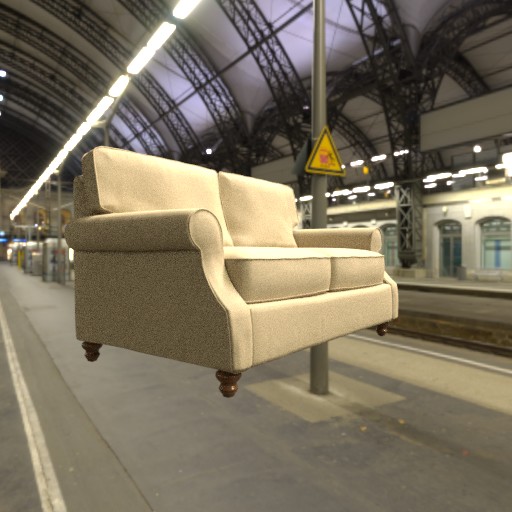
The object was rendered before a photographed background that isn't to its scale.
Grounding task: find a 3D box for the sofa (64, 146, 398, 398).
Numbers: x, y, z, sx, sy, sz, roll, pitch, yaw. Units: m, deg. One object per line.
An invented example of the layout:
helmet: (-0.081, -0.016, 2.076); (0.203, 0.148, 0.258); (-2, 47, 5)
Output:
sofa: (0.000, 0.000, 2.274); (0.964, 0.937, 1.665); (0, 1, 37)
